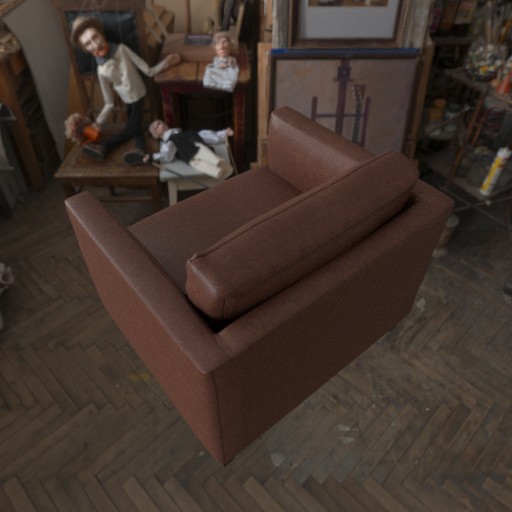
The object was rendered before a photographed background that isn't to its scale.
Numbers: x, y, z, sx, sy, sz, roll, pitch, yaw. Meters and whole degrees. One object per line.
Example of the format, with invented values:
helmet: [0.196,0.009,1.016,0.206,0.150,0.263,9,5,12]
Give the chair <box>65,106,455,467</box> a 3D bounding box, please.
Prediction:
chair: [0.000,0.000,1.789,1.107,0.917,0.959,-30,53,-26]
